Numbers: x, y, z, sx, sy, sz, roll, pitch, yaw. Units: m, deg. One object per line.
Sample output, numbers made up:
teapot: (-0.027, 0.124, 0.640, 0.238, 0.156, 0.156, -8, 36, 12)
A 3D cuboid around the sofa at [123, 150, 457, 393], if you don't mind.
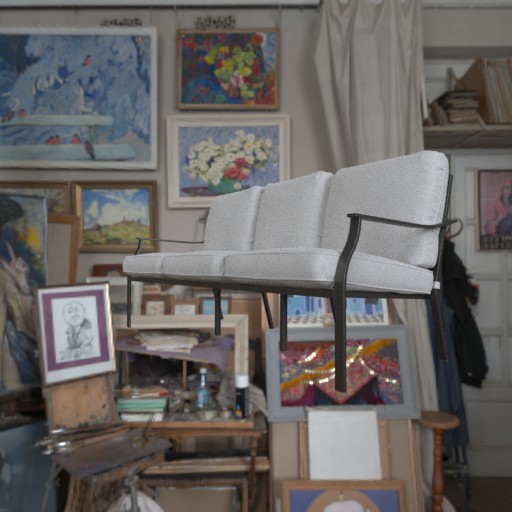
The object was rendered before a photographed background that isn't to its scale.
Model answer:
sofa: (0.000, 0.000, 2.244, 0.787, 0.860, 1.740, 1, -1, -38)
